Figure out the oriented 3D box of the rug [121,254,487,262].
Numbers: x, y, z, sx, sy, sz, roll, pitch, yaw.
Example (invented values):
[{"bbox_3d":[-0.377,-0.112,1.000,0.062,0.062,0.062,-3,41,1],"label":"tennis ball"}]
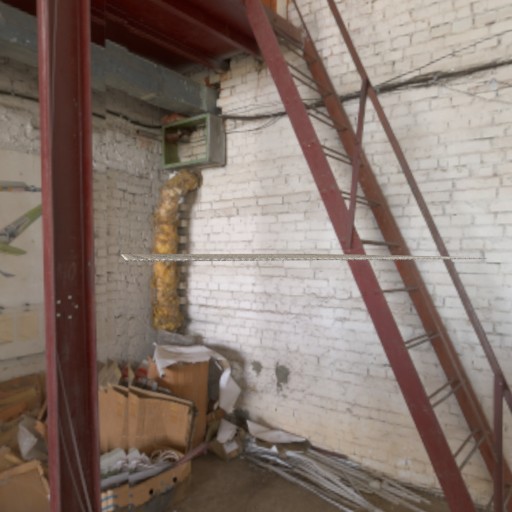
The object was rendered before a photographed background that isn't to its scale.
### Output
[{"bbox_3d":[0.000,0.000,3.981,2.312,0.013,2.940,0,1,-17],"label":"rug"}]
